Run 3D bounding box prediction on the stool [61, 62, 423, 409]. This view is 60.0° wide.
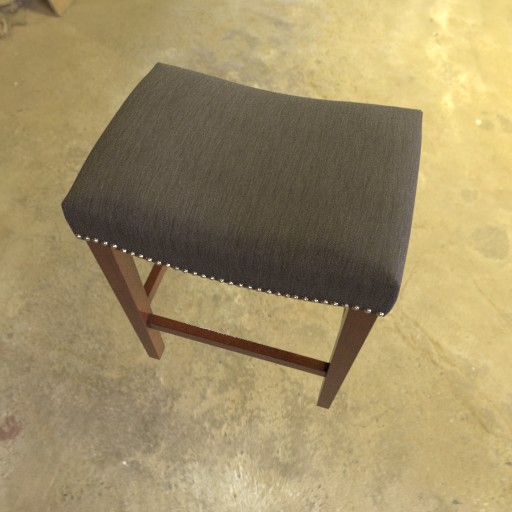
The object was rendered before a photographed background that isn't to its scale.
[{"bbox_3d":[0.000,0.000,0.949,0.504,0.654,0.372,14,58,9],"label":"stool"}]
